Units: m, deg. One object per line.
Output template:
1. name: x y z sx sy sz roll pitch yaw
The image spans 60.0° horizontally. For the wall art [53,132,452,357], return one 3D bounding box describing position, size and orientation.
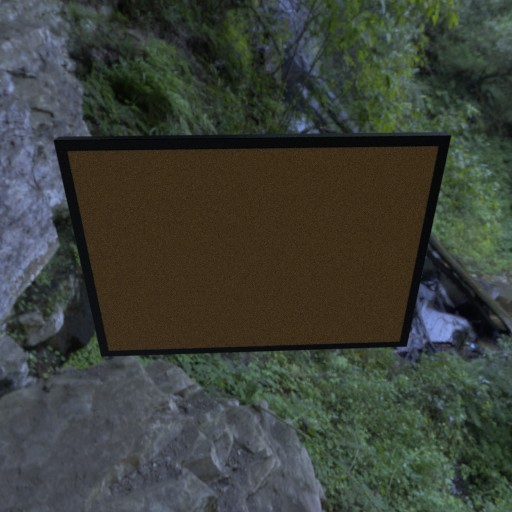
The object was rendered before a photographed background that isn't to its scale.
1. wall art: 0.000 0.000 0.851 0.657 0.458 0.027 -1 29 -2
